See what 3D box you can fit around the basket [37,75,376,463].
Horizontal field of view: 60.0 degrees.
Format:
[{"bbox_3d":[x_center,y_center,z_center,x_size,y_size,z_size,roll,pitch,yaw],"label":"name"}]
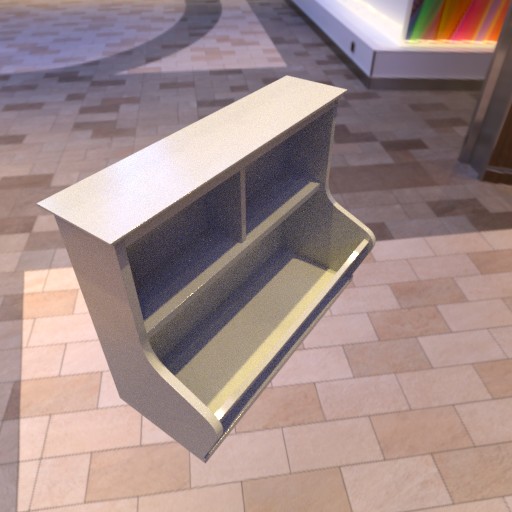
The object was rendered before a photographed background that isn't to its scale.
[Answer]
[{"bbox_3d":[0.000,0.000,1.104,0.350,0.600,0.780,25,46,26],"label":"basket"}]
